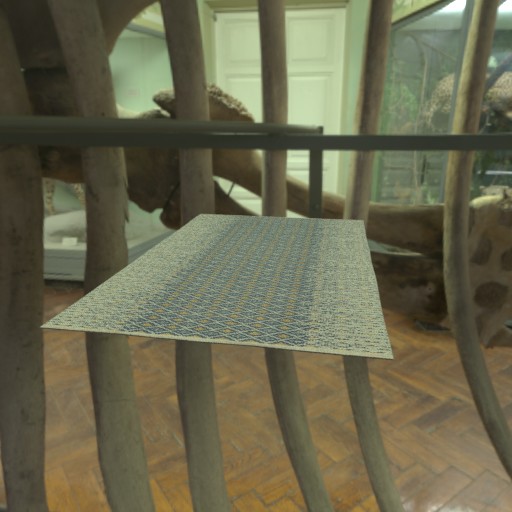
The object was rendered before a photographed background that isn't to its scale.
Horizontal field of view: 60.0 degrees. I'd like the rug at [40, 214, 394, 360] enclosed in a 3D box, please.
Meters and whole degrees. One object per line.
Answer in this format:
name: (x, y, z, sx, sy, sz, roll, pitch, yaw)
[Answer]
rug: (0.000, 0.000, 3.012, 1.541, 0.008, 2.448, 3, 18, 10)
